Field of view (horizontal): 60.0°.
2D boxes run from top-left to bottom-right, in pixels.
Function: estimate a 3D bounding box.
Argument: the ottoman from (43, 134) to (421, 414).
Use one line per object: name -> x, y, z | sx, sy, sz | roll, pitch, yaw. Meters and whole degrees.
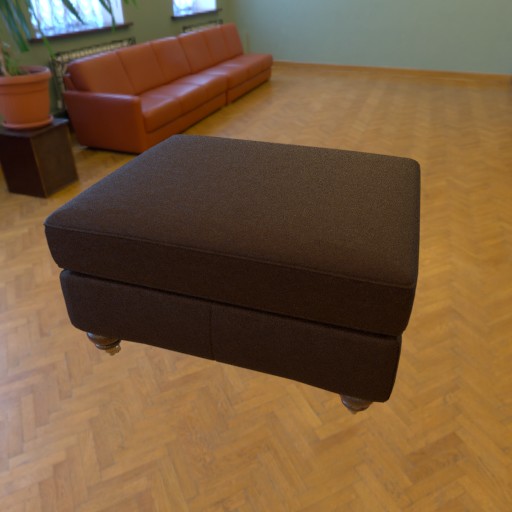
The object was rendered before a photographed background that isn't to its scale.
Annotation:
ottoman -> 0.000, 0.000, 1.830 | 1.187, 0.730, 0.967 | 10, 34, 15
